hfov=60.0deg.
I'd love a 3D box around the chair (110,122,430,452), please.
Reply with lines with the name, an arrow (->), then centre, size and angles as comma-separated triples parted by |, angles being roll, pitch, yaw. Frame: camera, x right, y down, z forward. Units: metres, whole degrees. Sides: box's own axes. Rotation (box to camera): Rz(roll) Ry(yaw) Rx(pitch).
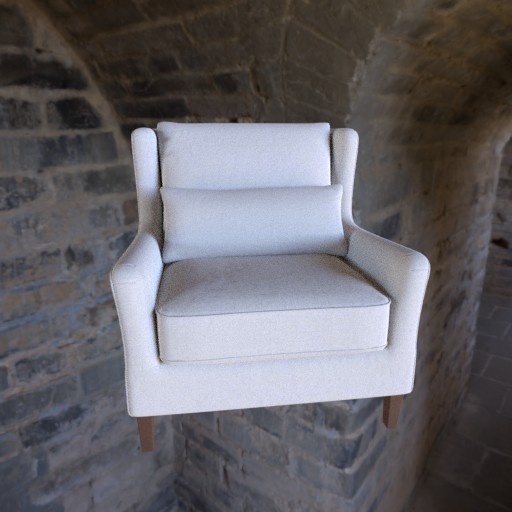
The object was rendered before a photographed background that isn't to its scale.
chair -> 0.000, 0.000, 1.800 | 0.982, 1.056, 1.040 | -2, 16, -8
